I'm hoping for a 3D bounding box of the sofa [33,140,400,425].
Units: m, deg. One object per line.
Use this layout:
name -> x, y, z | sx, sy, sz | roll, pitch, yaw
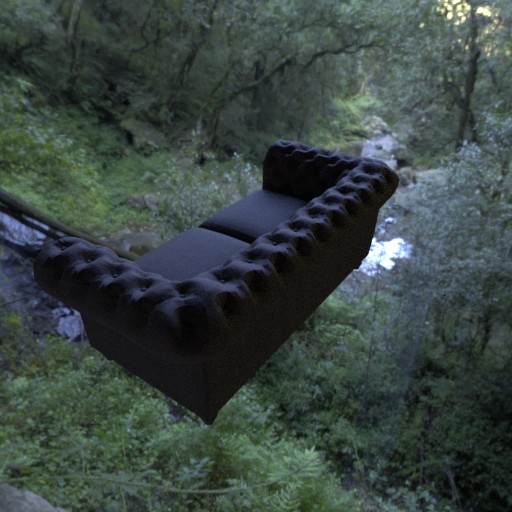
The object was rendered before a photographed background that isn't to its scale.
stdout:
sofa -> 0.000, 0.000, 2.520 | 0.944, 0.780, 2.048 | 21, 37, 30
